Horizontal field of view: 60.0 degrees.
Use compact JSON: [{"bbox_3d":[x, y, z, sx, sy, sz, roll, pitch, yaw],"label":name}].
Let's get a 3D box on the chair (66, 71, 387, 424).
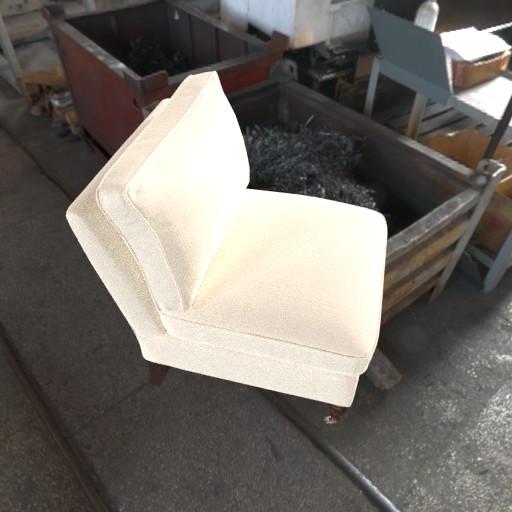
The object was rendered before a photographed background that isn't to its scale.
[{"bbox_3d":[0.000,0.000,1.391,0.781,0.887,0.630,11,47,10],"label":"chair"}]
